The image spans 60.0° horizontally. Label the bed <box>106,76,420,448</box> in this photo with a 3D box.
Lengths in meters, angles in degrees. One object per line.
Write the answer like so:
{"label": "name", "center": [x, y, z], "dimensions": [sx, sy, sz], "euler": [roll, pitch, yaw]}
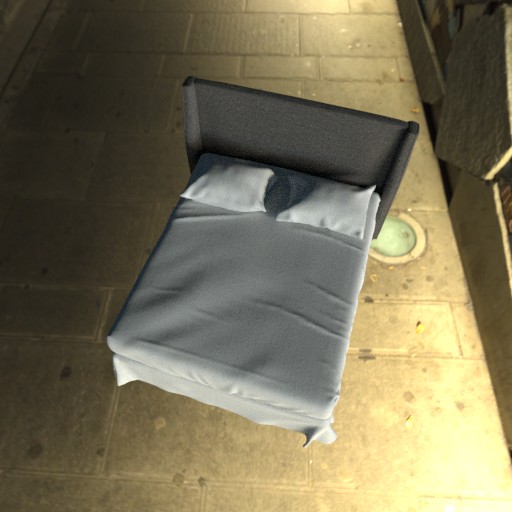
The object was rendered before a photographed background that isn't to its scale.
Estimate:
{"label": "bed", "center": [0.000, 0.000, 3.488], "dimensions": [1.925, 1.332, 2.276], "euler": [15, 59, 9]}
